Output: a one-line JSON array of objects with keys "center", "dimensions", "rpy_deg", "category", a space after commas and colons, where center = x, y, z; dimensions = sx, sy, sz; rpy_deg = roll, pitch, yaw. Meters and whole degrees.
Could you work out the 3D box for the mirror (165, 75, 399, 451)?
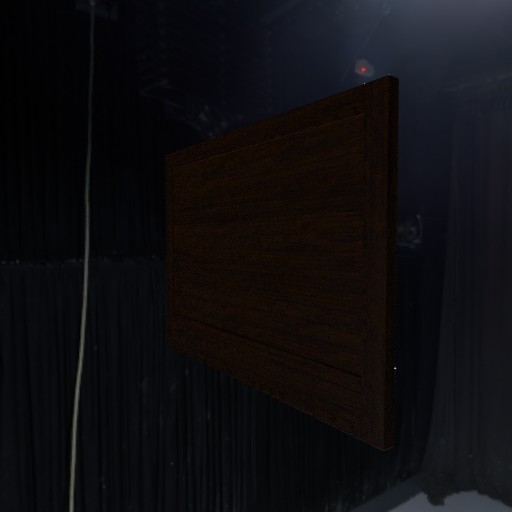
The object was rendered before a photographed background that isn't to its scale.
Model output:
[{"center": [0.000, 0.000, 0.962], "dimensions": [0.084, 0.537, 0.758], "rpy_deg": [-2, 3, -35], "category": "mirror"}]
